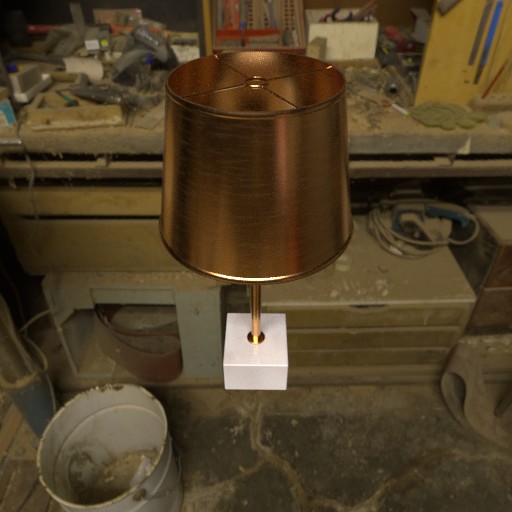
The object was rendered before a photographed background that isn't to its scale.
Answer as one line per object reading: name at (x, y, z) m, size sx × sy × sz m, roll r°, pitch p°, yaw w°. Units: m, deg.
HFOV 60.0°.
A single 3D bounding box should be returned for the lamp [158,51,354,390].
lamp at (0.000, 0.000, 0.515) m, size 0.208 × 0.406 × 0.208 m, roll 0°, pitch 40°, yaw 0°
